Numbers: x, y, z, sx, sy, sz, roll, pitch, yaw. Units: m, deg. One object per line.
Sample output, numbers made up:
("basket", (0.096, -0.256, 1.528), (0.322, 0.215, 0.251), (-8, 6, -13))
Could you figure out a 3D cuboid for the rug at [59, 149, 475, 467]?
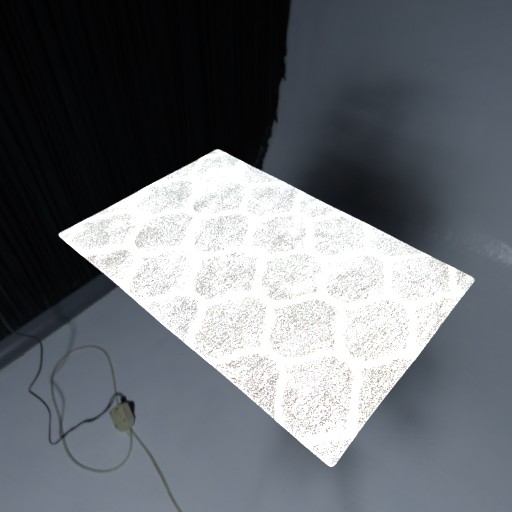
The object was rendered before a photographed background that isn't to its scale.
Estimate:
("rug", (0.000, 0.000, 3.410), (2.701, 0.026, 1.801), (32, 53, 29))
